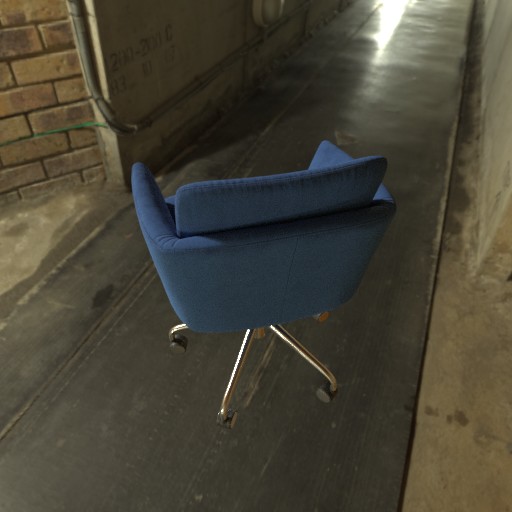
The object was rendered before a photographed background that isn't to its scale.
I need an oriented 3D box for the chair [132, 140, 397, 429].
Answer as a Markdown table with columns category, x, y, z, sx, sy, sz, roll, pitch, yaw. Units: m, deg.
| category | x | y | z | sx | sy | sz | roll | pitch | yaw |
| --- | --- | --- | --- | --- | --- | --- | --- | --- | --- |
| chair | 0.000 | 0.000 | 1.353 | 0.641 | 0.908 | 0.635 | -11 | 43 | -12 |
